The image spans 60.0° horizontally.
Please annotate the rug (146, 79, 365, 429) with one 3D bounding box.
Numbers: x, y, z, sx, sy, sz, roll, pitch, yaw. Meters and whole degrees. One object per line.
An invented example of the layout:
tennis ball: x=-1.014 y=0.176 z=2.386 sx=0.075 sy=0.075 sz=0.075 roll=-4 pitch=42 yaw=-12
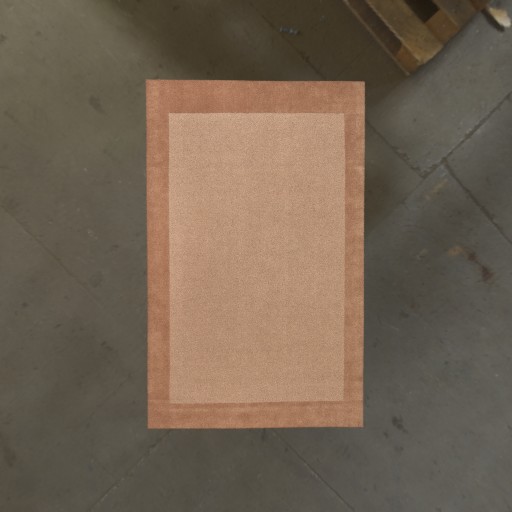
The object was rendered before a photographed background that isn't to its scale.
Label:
rug: x=0.000 y=0.000 z=3.109 sx=1.524 sy=0.014 sz=2.438 roll=0 pitch=91 yaw=-1
